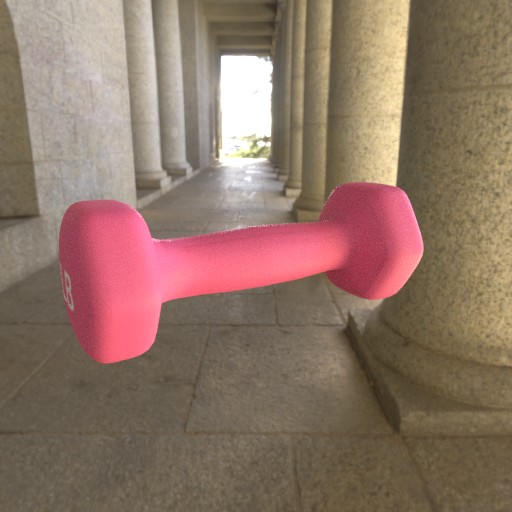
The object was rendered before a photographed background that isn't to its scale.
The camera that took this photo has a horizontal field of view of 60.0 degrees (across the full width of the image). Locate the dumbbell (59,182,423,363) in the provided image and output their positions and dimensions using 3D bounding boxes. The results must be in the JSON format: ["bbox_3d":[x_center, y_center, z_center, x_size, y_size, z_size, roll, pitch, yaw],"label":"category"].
[{"bbox_3d":[0.000,0.000,0.181,0.146,0.053,0.058,-8,17,-28],"label":"dumbbell"}]
